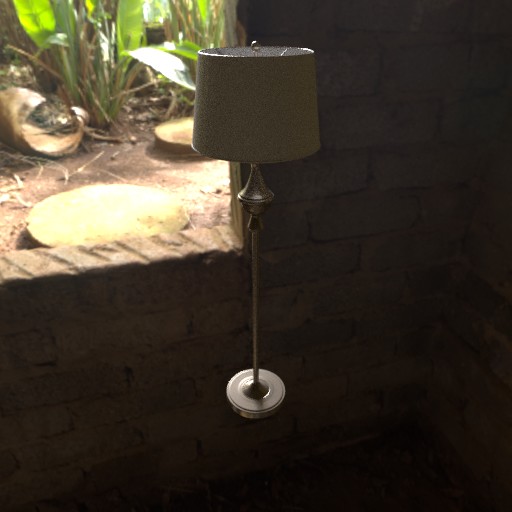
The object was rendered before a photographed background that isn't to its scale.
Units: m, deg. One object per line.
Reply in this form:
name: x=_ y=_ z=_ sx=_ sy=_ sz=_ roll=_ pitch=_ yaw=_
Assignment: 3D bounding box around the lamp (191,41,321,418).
lamp: x=0.000 y=0.000 z=1.703 sx=0.431 sy=1.488 sz=0.431 roll=0 pitch=29 yaw=0
